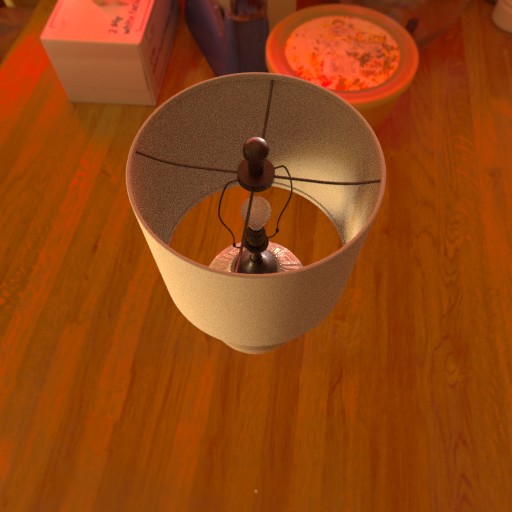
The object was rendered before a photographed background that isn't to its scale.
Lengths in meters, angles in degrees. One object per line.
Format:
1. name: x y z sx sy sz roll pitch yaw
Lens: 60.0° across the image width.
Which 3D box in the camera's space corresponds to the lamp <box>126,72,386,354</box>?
1. lamp: 0.000 0.000 0.765 0.318 0.567 0.318 0 62 0
